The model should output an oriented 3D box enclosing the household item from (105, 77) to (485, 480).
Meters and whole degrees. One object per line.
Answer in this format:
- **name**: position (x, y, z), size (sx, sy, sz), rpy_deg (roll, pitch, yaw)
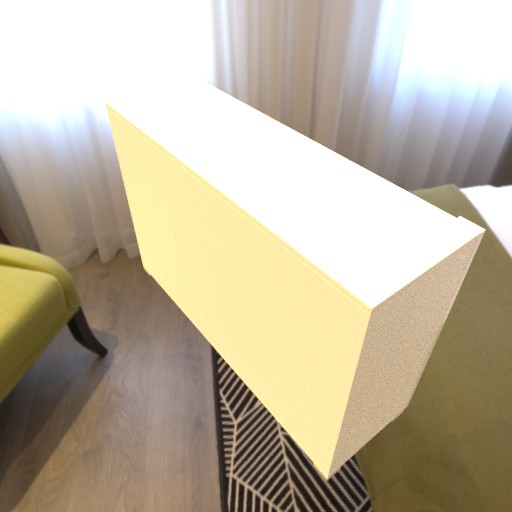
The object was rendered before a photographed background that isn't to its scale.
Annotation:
- **household item**: position (0.000, 0.000, 1.665), size (0.420, 0.867, 1.300), rpy_deg (-28, 49, -27)
